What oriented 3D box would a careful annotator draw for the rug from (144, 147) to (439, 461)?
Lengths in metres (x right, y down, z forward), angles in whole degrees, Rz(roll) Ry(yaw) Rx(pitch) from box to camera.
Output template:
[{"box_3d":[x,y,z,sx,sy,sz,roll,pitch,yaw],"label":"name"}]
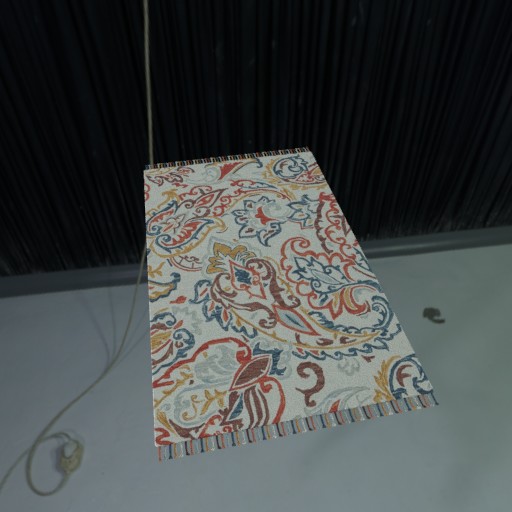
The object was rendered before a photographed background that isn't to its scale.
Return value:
[{"box_3d":[0.000,0.000,3.173,1.523,0.010,2.584,-8,46,-8],"label":"rug"}]
